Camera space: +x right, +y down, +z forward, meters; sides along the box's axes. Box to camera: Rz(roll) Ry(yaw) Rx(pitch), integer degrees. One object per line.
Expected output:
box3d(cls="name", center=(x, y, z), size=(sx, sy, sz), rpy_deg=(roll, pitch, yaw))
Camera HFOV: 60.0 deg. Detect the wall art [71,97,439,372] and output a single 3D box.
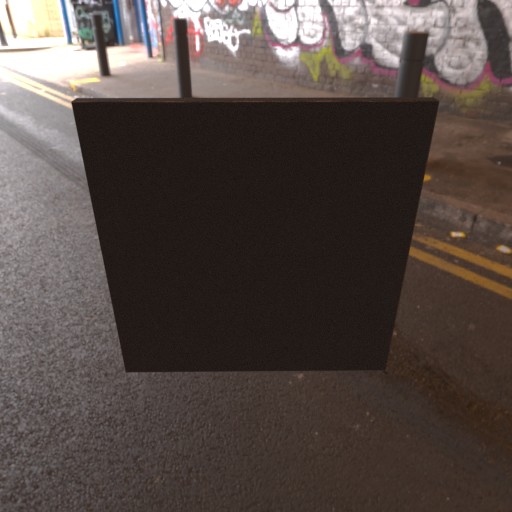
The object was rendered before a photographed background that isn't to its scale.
box3d(cls="wall art", center=(0.000, 0.000, 1.123), size=(0.762, 0.762, 0.038), rpy_deg=(0, 30, -1))
